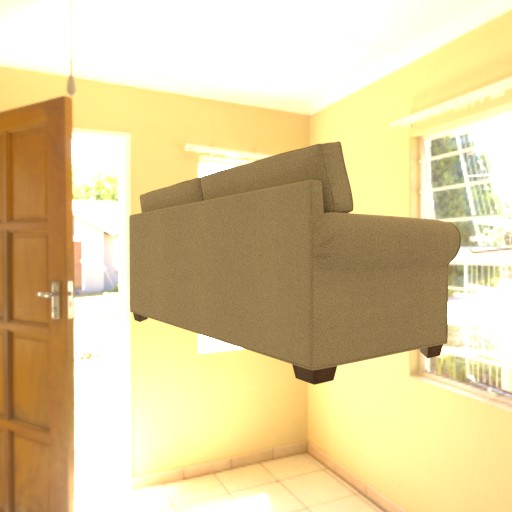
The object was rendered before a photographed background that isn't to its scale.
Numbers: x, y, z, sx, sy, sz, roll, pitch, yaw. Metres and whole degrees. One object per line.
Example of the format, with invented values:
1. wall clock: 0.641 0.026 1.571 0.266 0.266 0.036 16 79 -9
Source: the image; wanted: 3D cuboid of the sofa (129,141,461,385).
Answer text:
1. sofa: 0.000 0.000 2.717 0.901 0.962 2.146 0 1 -35
